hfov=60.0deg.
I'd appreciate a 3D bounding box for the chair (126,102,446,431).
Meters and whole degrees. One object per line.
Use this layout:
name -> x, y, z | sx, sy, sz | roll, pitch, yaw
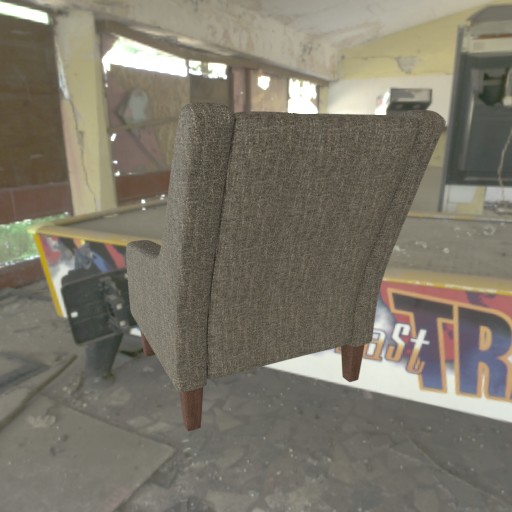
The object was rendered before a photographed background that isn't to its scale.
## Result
chair -> 0.000, 0.000, 1.651 | 0.793, 1.012, 0.944 | -8, 17, -26
